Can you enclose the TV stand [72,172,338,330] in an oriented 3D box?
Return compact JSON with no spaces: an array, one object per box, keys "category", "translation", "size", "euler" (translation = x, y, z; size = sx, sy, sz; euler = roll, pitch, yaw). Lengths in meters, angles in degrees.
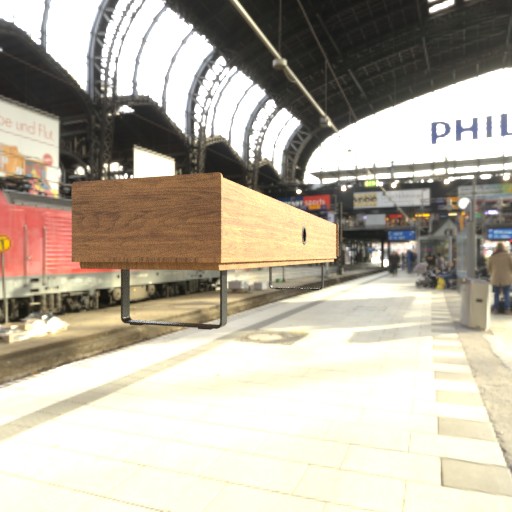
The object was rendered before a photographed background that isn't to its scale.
[{"category":"TV stand","translation":[0.000,0.000,2.012],"size":[0.467,0.415,1.796],"euler":[0,0,19]}]
